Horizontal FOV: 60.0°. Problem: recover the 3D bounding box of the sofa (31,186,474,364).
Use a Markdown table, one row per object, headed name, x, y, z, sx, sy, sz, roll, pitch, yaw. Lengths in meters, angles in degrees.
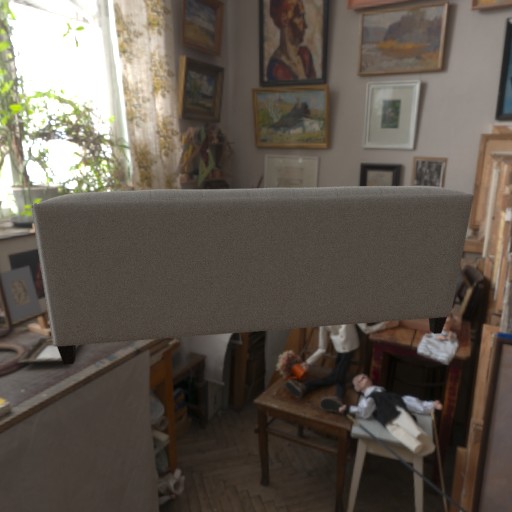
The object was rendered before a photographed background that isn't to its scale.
| name | x | y | z | sx | sy | sz | roll | pitch | yaw |
| --- | --- | --- | --- | --- | --- | --- | --- | --- | --- |
| sofa | 0.000 | 0.000 | 2.714 | 2.235 | 0.901 | 0.914 | -3 | 14 | -10 |
